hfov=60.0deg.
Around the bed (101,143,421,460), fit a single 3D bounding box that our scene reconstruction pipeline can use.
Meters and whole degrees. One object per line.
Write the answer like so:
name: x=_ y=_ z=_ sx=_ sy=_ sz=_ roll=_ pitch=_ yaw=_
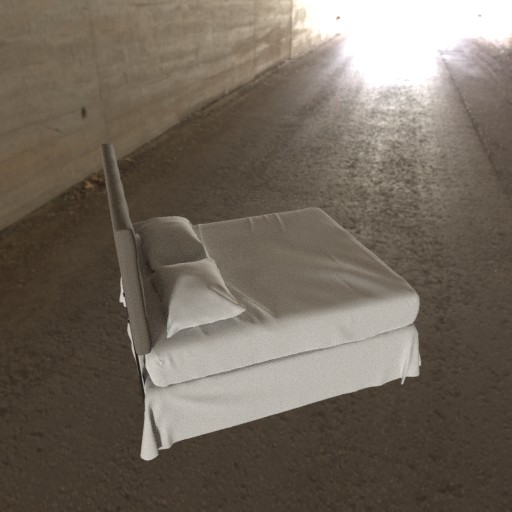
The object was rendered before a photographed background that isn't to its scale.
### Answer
bed: x=0.000 y=0.000 z=3.541 sx=2.222 sy=1.577 sz=1.936 roll=-10 pitch=32 yaw=-17
